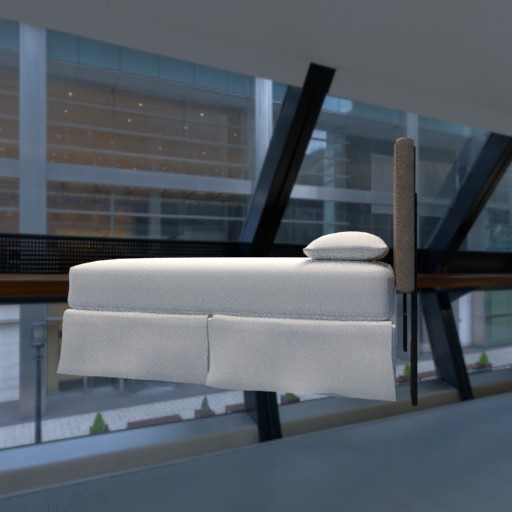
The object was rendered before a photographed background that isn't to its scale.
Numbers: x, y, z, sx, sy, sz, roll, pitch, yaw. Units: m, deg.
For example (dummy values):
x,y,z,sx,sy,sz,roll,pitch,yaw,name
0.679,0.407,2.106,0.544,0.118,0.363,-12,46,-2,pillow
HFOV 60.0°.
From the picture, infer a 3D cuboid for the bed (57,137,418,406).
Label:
x,y,z,sx,sy,sz,roll,pitch,yaw,name
0.000,0.000,3.269,2.153,1.518,1.713,0,0,17,bed
